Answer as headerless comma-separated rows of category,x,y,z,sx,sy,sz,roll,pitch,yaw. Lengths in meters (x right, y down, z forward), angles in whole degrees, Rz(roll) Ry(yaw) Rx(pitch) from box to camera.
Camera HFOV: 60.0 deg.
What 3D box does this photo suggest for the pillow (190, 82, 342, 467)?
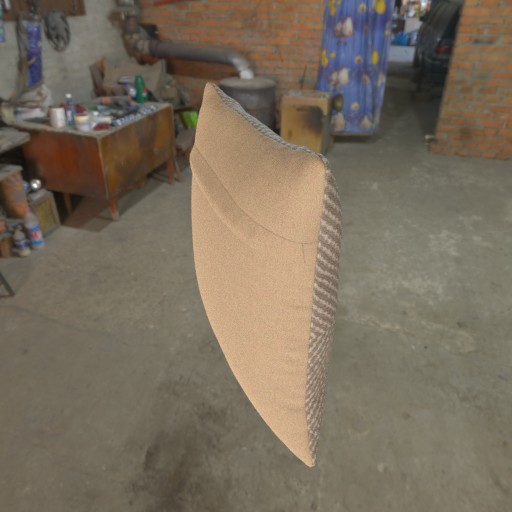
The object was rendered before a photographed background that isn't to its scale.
pillow,0.000,0.000,0.704,0.181,0.458,0.459,-10,32,-16
